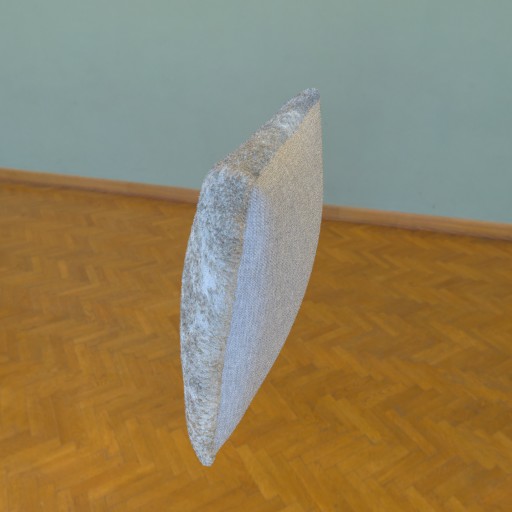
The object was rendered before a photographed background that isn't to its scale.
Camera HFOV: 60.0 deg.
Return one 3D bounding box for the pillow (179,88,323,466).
[{"bbox_3d":[0.000,0.000,0.812,0.218,0.515,0.529,7,30,13],"label":"pillow"}]
